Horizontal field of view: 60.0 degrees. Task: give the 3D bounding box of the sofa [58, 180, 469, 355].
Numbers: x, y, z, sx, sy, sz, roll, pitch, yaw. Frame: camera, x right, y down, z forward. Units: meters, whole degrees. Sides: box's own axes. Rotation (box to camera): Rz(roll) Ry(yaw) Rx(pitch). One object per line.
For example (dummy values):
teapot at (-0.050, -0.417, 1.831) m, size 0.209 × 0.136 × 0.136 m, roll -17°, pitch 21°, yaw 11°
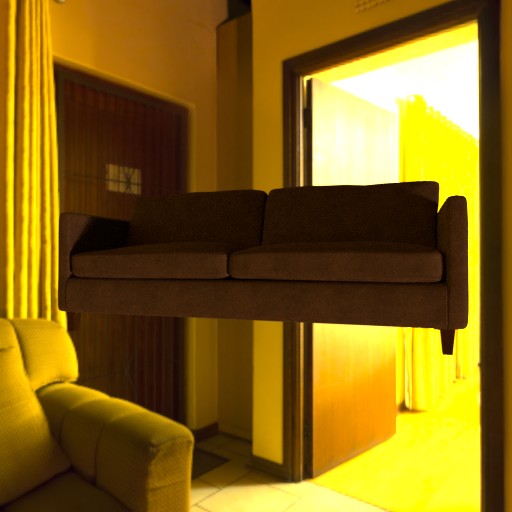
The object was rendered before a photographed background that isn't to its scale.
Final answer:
sofa at (0.000, 0.000, 2.891) m, size 2.434 × 0.965 × 0.951 m, roll 0°, pitch -1°, yaw 19°
